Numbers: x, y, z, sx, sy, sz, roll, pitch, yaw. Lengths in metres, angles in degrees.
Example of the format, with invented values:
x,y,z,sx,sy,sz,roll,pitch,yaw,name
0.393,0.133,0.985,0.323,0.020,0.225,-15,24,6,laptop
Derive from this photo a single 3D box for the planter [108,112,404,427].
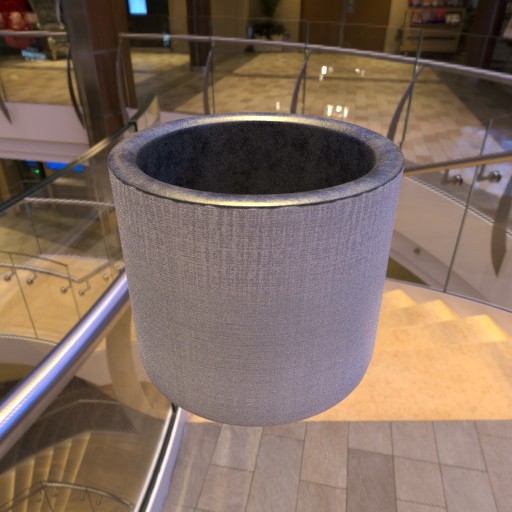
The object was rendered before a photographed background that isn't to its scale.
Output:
x,y,z,sx,sy,sz,roll,pitch,yaw,name
0.000,0.000,0.219,0.125,0.112,0.125,0,31,0,planter
